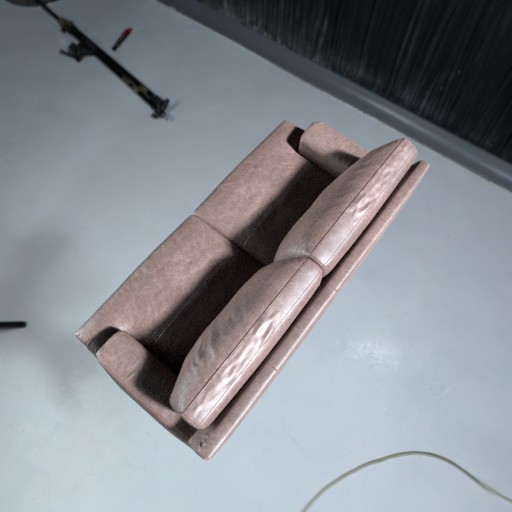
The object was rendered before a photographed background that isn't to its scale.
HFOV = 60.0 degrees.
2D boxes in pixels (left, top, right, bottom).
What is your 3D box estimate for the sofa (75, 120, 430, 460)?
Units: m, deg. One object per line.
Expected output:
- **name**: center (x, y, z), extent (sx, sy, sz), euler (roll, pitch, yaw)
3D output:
- **sofa**: center (0.000, 0.000, 2.849), extent (1.143, 0.941, 2.261), euler (35, 69, 15)
